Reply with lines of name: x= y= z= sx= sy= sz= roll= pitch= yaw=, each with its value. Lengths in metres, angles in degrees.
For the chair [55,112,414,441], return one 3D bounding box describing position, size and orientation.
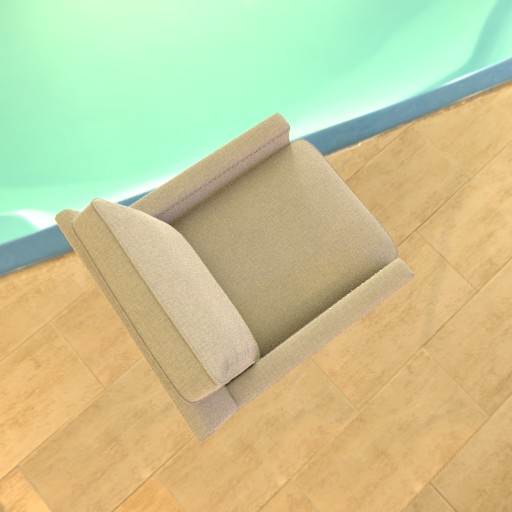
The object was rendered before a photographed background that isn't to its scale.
chair: x=0.000 y=0.000 z=1.735 sx=1.014 sy=0.943 sz=0.853 roll=-35 pitch=78 yaw=-9
